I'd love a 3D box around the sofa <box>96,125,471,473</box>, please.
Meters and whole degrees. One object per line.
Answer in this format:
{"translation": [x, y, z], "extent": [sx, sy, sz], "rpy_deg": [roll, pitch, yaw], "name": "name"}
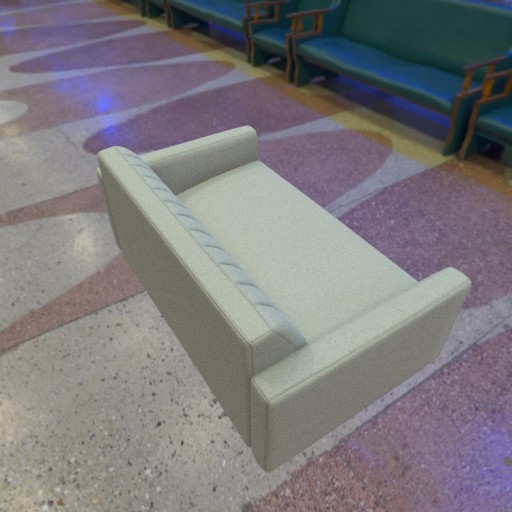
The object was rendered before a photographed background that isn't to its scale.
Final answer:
{"translation": [0.000, 0.000, 2.120], "extent": [0.950, 0.801, 1.585], "rpy_deg": [-24, 47, -24], "name": "sofa"}
